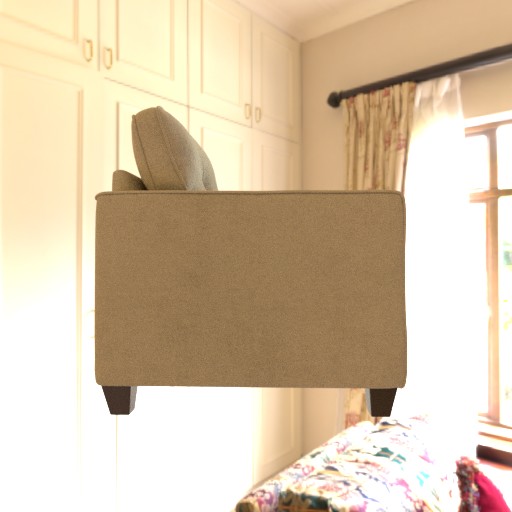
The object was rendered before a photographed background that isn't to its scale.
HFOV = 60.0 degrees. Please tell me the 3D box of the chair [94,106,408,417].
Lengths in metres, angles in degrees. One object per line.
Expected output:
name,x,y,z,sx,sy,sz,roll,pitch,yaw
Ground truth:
chair,0.000,0.000,1.776,0.939,0.965,1.015,0,-1,2
